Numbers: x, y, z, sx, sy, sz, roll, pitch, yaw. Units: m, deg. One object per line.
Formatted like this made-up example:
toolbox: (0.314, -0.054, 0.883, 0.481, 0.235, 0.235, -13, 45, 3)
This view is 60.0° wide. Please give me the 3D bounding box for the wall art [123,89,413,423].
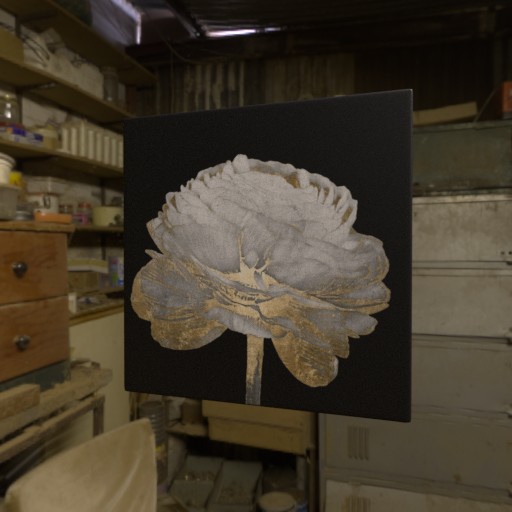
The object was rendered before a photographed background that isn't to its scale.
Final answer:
wall art: (0.000, 0.000, 0.920, 0.610, 0.611, 0.043, 0, 1, 18)
